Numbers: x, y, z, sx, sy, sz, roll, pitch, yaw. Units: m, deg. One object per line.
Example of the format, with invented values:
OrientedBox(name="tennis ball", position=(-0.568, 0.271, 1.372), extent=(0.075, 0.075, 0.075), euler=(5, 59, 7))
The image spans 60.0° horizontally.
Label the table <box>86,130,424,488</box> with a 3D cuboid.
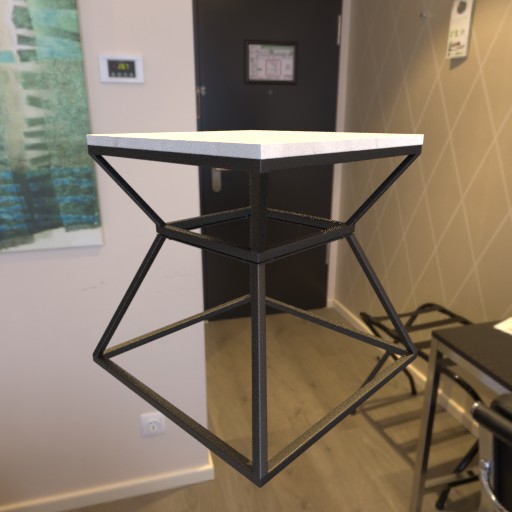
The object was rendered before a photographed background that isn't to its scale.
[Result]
OrientedBox(name="table", position=(0.000, 0.000, 0.815), extent=(0.455, 0.431, 0.455), euler=(16, 23, 42))
